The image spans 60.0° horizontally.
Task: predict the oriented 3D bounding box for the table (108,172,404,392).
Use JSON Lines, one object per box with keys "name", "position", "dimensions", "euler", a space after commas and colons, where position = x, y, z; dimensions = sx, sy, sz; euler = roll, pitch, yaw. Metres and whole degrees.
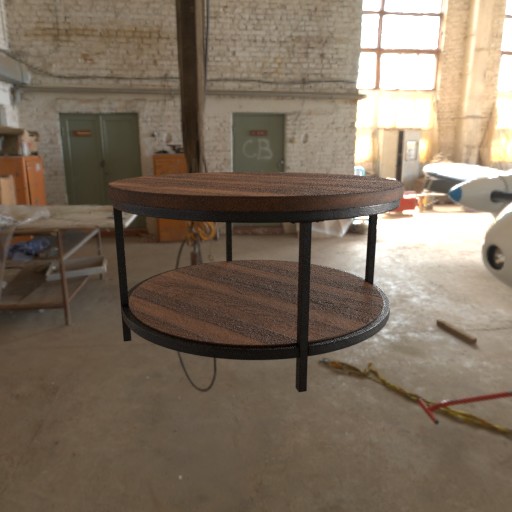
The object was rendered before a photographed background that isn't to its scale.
{"name": "table", "position": [0.000, 0.000, 1.371], "dimensions": [0.837, 0.462, 0.837], "euler": [0, 14, 0]}
